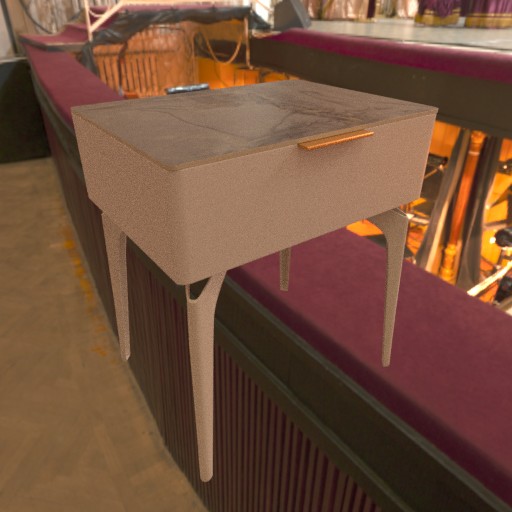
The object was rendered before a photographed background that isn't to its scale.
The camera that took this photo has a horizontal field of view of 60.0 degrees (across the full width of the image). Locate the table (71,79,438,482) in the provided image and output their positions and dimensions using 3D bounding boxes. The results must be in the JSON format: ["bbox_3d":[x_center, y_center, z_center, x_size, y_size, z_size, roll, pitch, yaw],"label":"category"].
[{"bbox_3d":[0.000,0.000,0.882,0.500,0.570,0.400,-20,36,-30],"label":"table"}]
